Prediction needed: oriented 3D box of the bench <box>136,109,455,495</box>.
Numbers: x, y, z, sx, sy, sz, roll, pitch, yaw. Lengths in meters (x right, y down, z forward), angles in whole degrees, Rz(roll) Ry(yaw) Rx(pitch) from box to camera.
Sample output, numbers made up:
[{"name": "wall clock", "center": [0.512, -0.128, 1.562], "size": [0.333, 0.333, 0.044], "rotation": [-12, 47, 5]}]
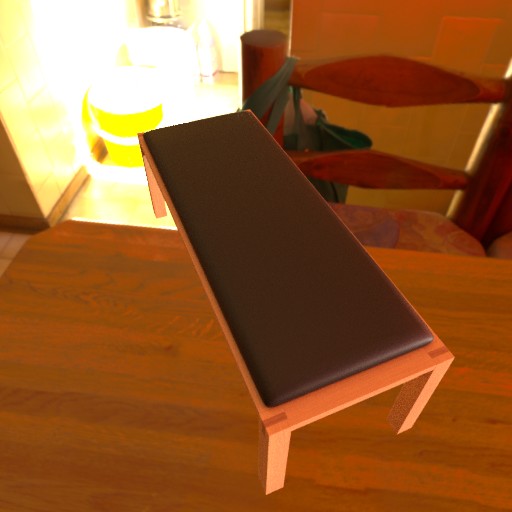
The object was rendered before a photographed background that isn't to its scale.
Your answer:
[{"name": "bench", "center": [0.000, 0.000, 1.422], "size": [0.450, 0.430, 1.202], "rotation": [-17, 49, -15]}]
